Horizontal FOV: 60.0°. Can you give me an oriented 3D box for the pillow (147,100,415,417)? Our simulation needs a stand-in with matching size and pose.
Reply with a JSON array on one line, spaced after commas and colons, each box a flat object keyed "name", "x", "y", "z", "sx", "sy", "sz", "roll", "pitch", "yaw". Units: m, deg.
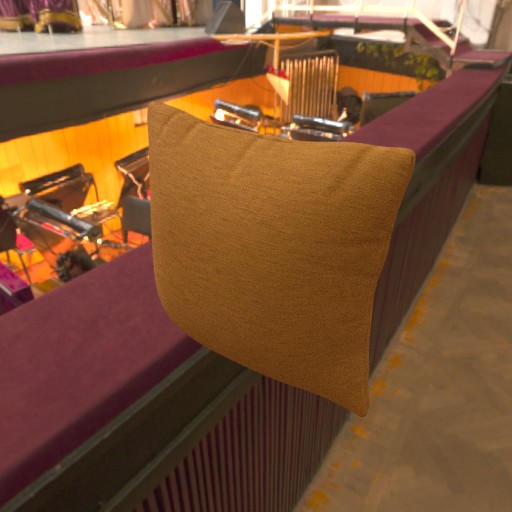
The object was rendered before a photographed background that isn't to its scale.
[{"name": "pillow", "x": 0.000, "y": 0.000, "z": 0.692, "sx": 0.435, "sy": 0.417, "sz": 0.247, "roll": 22, "pitch": 37, "yaw": 32}]
